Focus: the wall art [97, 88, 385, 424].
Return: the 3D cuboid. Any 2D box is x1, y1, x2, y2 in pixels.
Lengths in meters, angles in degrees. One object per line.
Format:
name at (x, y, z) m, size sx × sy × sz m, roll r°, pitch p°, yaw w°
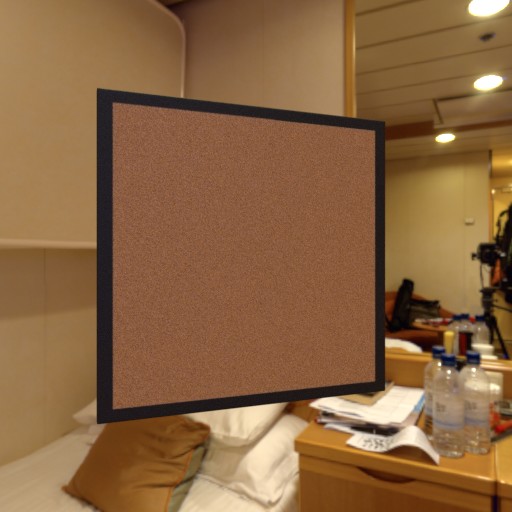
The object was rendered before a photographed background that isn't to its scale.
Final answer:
wall art at (0.000, 0.000, 0.980) m, size 0.663 × 0.659 × 0.016 m, roll 0°, pitch 0°, yaw -19°
